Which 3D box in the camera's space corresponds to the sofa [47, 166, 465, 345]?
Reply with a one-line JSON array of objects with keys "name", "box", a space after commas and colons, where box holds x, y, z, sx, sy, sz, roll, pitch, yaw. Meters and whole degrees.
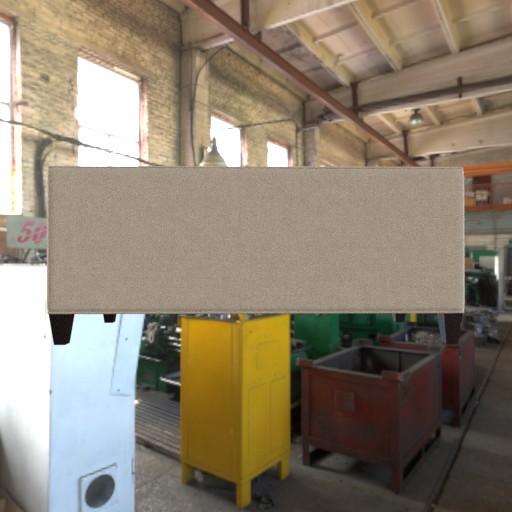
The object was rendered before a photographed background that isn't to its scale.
[{"name": "sofa", "box": [0.000, 0.000, 2.257, 1.778, 0.762, 0.775, 0, 0, -1]}]
